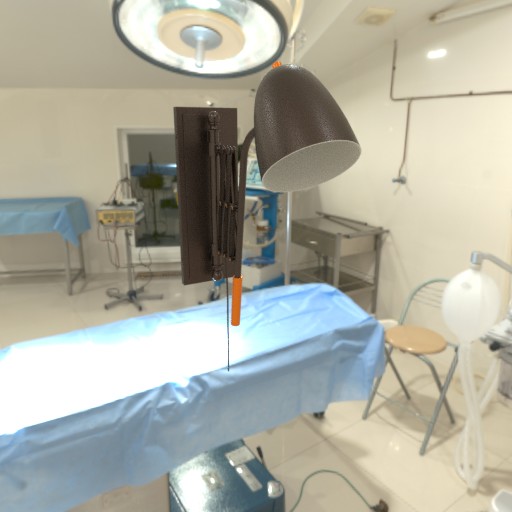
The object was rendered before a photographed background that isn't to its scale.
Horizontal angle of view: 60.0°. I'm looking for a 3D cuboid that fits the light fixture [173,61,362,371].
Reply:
[{"bbox_3d":[0.000,0.000,0.905,0.162,0.715,0.499,-9,18,-27],"label":"light fixture"}]
